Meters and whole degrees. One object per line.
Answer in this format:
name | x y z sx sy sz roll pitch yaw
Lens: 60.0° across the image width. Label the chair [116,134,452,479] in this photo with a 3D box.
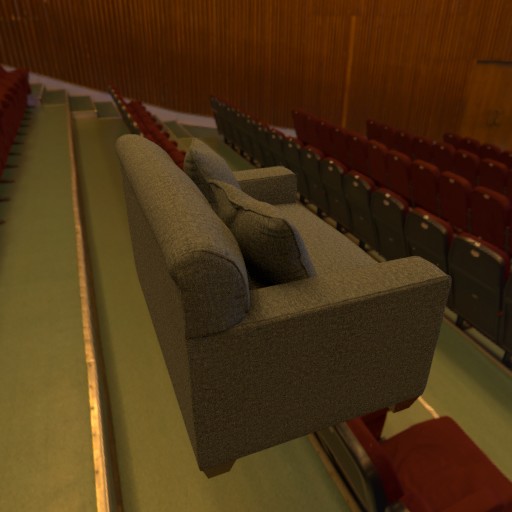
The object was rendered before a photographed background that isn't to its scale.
chair | 0.000 0.000 2.014 1.000 0.948 1.383 -11 30 -19
